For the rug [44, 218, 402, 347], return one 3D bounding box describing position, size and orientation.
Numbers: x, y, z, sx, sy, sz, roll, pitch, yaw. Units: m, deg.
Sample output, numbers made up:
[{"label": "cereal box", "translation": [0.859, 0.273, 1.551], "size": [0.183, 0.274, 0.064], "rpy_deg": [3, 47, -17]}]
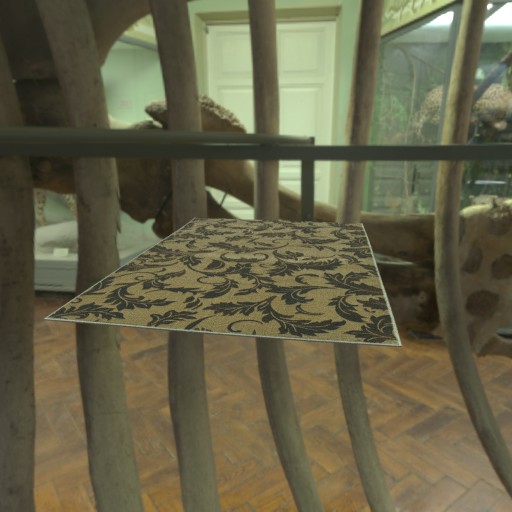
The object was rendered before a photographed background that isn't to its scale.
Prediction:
[{"label": "rug", "translation": [0.000, 0.000, 2.892], "size": [1.522, 0.008, 2.284], "rpy_deg": [3, 17, 9]}]
